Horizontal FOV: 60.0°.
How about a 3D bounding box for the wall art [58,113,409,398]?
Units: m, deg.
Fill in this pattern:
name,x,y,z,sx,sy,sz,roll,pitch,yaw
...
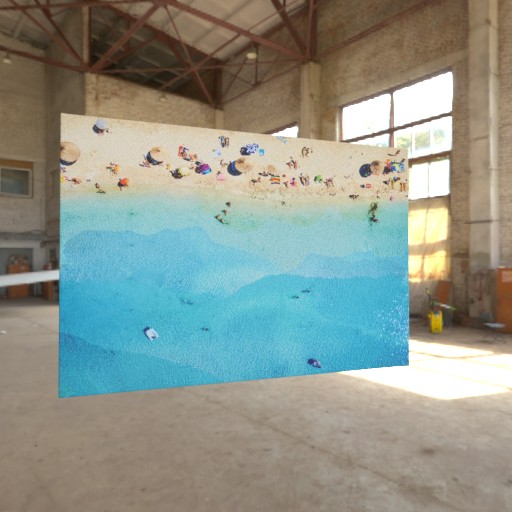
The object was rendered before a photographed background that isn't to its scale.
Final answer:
name,x,y,z,sx,sy,sz,roll,pitch,yaw
wall art,0.000,0.000,1.401,1.136,0.769,0.040,0,-1,-20
